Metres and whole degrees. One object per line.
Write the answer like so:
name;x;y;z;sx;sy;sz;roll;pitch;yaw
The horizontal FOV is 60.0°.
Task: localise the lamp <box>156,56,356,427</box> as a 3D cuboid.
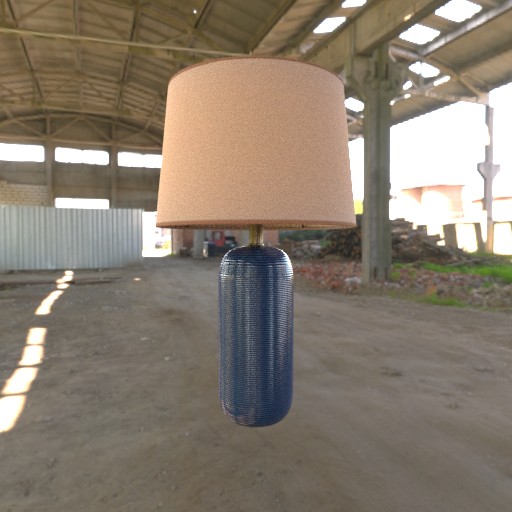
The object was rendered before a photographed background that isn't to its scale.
lamp;0.000;0.000;0.831;0.367;0.609;0.367;0;2;0
